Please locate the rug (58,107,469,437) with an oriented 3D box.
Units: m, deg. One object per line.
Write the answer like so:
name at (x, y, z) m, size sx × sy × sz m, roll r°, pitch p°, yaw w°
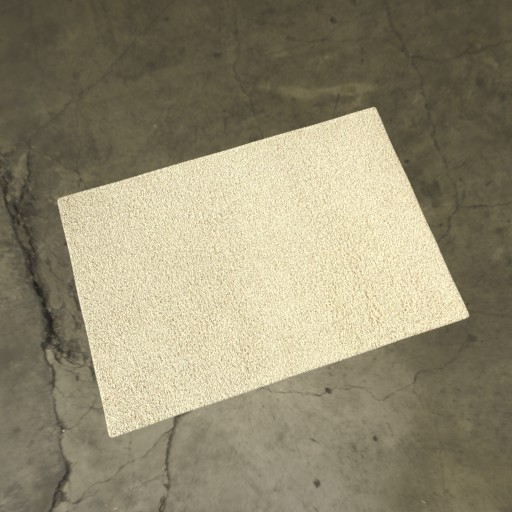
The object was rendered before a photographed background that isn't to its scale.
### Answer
rug at (0.000, 0.000, 2.224) m, size 1.778 × 0.030 × 1.219 m, roll -17°, pitch 75°, yaw -5°
